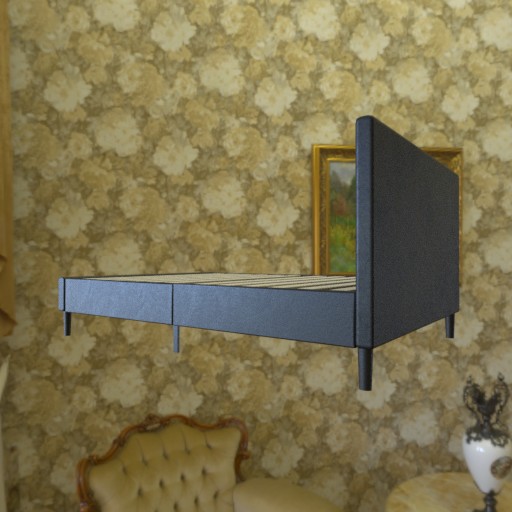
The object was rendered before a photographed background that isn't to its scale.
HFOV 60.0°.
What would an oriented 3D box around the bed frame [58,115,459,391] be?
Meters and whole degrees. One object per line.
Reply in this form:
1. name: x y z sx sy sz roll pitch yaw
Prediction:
1. bed frame: 0.000 0.000 2.876 2.152 1.046 1.469 0 -1 36
